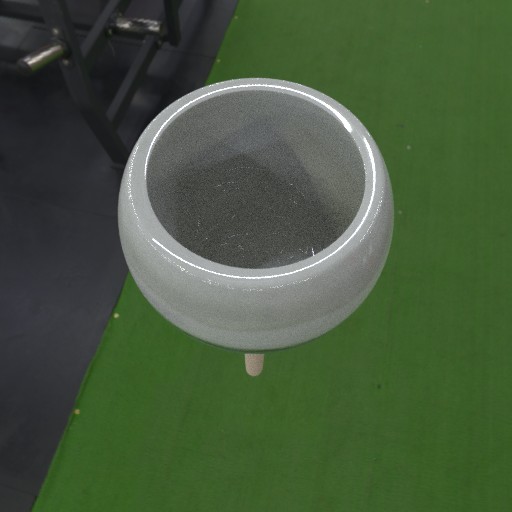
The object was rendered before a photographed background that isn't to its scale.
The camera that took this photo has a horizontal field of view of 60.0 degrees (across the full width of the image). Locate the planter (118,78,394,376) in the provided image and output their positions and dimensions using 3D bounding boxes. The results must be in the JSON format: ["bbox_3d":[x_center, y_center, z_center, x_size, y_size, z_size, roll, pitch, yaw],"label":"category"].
[{"bbox_3d":[0.000,0.000,0.437,0.222,0.278,0.222,0,64,0],"label":"planter"}]
